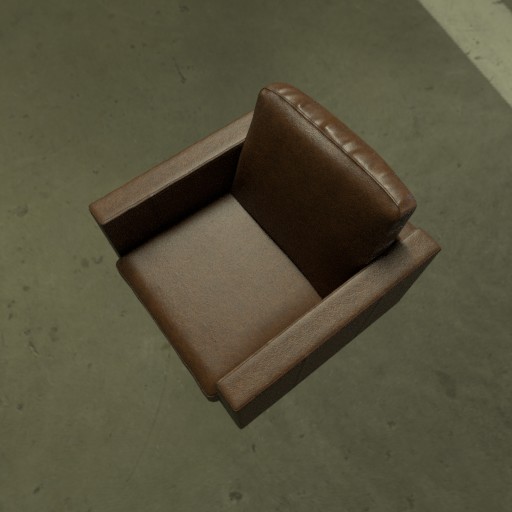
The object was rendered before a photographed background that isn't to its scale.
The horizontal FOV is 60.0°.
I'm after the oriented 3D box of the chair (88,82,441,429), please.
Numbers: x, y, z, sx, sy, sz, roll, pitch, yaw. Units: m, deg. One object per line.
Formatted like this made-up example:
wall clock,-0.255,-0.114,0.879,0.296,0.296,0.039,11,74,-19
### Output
chair,0.000,0.000,1.711,0.909,0.956,0.890,-35,69,-16
